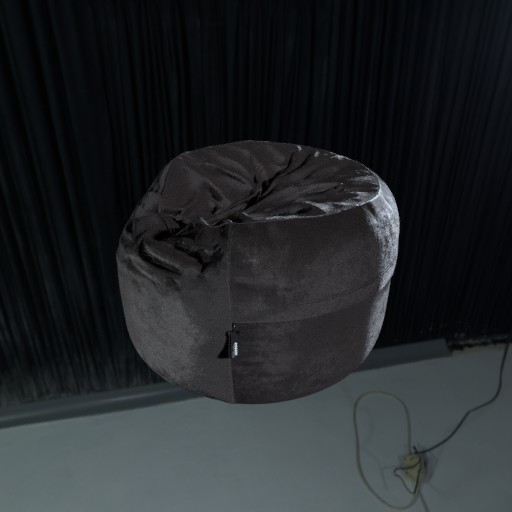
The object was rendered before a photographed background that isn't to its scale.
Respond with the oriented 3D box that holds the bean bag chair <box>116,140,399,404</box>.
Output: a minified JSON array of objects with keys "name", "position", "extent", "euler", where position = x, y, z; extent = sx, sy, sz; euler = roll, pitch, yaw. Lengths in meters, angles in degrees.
[{"name":"bean bag chair","position":[0.000,0.000,1.520],"extent":[0.918,0.605,0.918],"euler":[0,29,0]}]
